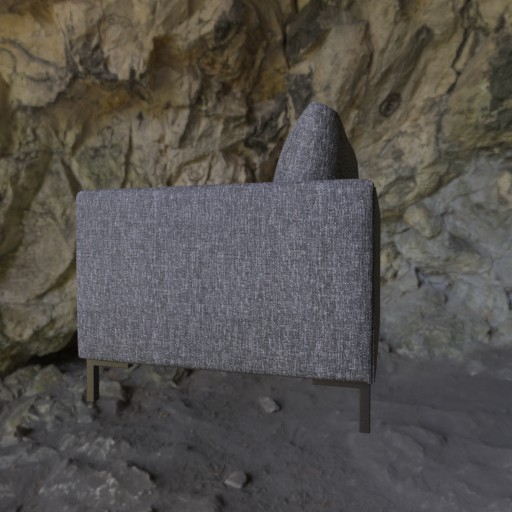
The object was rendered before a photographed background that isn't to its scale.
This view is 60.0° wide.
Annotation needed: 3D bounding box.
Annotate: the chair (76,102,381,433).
[{"bbox_3d":[0.000,0.000,1.622,0.866,0.861,0.963,0,1,16],"label":"chair"}]
